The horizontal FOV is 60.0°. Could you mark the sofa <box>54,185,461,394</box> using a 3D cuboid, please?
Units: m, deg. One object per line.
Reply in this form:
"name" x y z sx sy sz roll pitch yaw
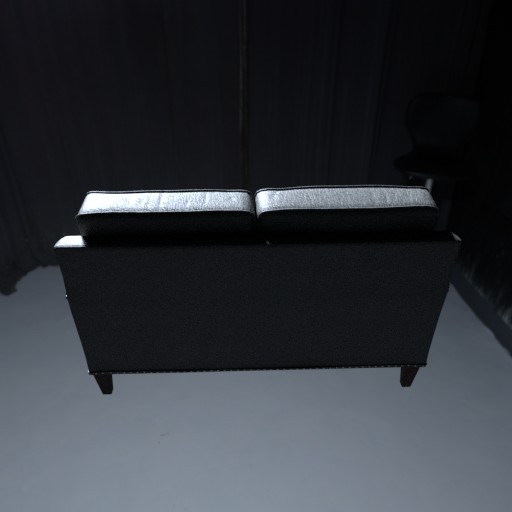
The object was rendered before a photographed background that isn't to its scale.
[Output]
"sofa" 0.000 0.000 2.251 1.597 1.003 1.084 -1 30 -2
